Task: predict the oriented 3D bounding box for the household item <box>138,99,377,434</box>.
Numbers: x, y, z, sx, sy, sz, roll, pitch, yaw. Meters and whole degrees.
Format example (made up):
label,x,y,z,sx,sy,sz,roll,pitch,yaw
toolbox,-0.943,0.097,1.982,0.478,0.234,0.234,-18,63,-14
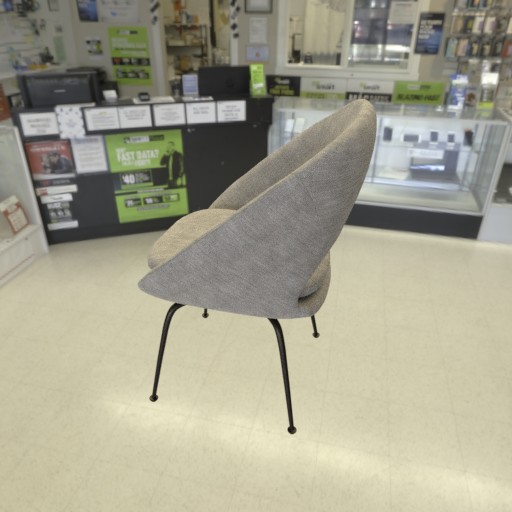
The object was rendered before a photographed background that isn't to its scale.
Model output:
label,x,y,z,sx,sy,sz,roll,pitch,yaw
household item,0.000,0.000,1.296,0.587,0.869,0.643,8,31,14
